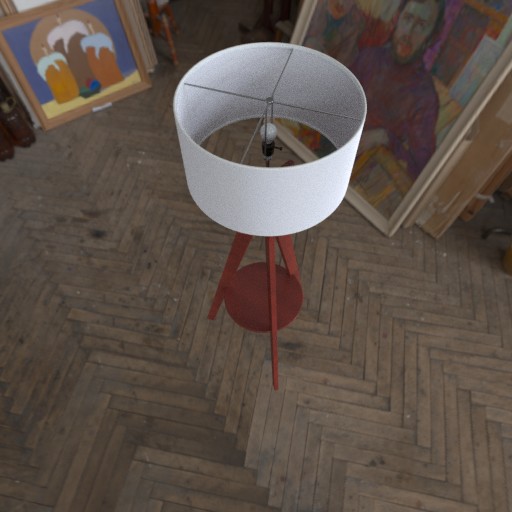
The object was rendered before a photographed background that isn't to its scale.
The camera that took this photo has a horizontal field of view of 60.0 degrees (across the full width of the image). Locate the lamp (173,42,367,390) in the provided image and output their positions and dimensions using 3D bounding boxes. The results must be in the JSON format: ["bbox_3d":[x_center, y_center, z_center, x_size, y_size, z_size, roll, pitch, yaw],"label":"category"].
[{"bbox_3d":[0.000,0.000,1.713,0.542,1.472,0.539,15,59,9],"label":"lamp"}]
